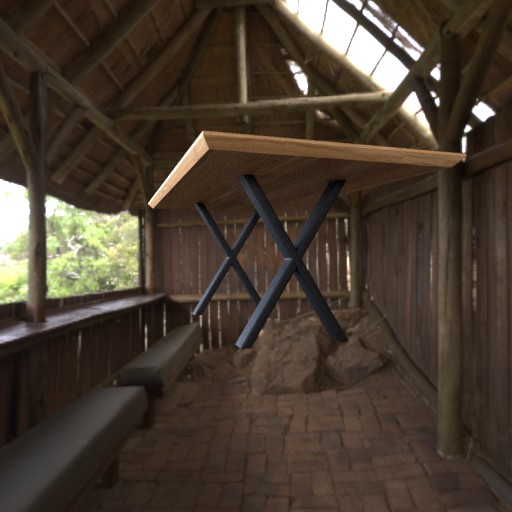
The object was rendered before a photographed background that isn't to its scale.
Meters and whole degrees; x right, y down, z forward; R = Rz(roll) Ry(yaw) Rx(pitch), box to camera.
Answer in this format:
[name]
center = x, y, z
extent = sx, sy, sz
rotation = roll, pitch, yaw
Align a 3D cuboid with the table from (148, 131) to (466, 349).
[table]
center = 0.000, 0.000, 2.454
extent = 1.000, 0.770, 2.000
rotation = 0, 0, -18
